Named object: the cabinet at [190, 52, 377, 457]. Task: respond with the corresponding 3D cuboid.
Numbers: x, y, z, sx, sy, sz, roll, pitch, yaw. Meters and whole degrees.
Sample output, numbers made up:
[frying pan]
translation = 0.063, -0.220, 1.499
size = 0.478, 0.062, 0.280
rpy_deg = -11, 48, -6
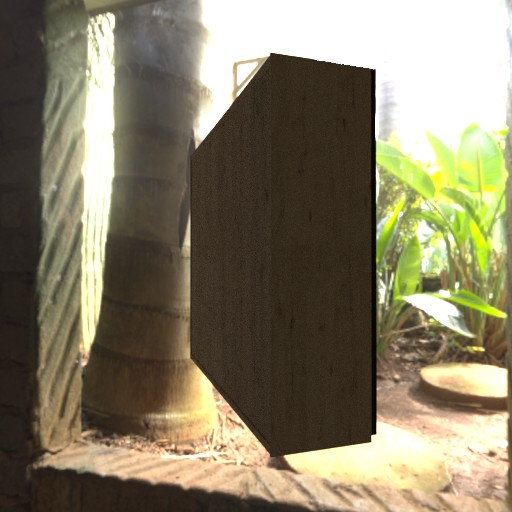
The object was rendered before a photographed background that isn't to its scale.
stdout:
[cabinet]
translation = 0.000, 0.000, 3.672
size = 0.660, 2.180, 2.500
rpy_deg = 0, 0, -18
